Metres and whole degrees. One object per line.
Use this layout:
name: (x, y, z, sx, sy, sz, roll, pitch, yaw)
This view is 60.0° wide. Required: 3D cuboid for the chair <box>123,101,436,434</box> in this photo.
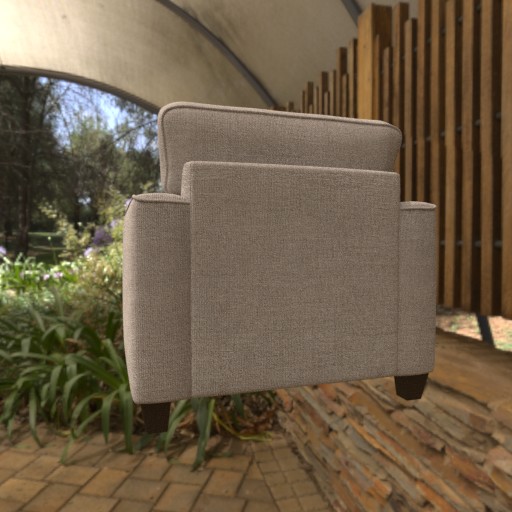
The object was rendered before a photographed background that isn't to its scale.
chair: (0.000, 0.000, 1.769, 1.015, 0.965, 0.939, -1, 2, -18)
